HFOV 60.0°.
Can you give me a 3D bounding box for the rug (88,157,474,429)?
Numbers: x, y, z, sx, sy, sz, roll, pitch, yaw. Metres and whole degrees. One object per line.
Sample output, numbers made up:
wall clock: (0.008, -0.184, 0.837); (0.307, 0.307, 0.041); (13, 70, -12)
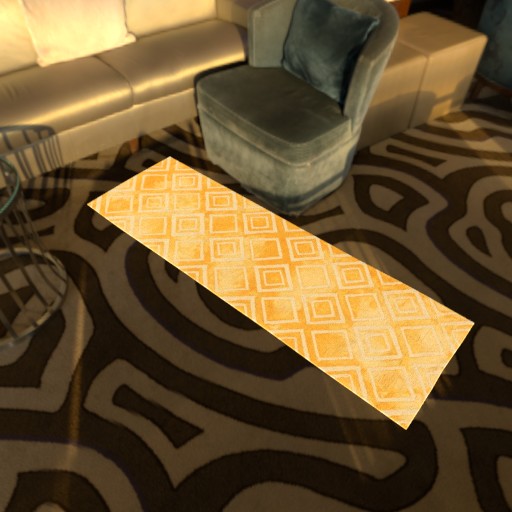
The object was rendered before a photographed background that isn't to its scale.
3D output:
rug: (0.000, 0.000, 2.735); (2.438, 0.010, 0.775); (32, 54, 27)
